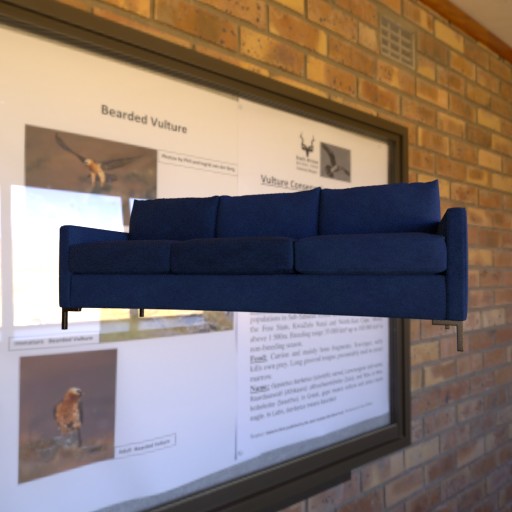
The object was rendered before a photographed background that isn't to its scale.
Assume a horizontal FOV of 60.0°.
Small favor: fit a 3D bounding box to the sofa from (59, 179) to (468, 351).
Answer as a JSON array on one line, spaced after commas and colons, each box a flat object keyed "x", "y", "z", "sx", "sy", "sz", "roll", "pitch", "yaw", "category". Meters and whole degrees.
[{"x": 0.000, "y": 0.000, "z": 2.660, "sx": 2.252, "sy": 0.879, "sz": 0.875, "roll": -1, "pitch": -2, "yaw": 20, "category": "sofa"}]
